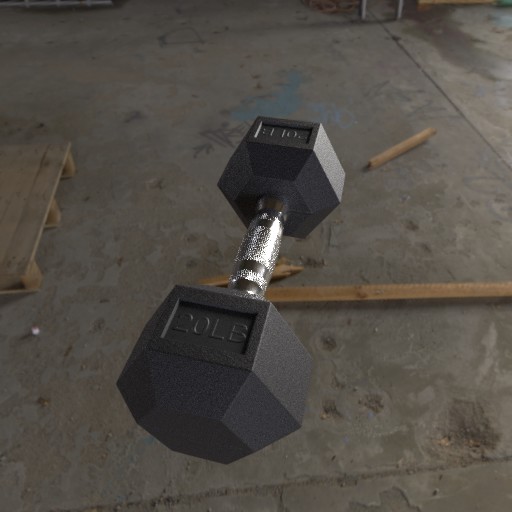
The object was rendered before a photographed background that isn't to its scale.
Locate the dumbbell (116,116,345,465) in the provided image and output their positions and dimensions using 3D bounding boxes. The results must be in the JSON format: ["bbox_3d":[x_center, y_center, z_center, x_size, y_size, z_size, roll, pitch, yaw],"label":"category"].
[{"bbox_3d":[0.000,0.000,0.352,0.116,0.101,0.297,10,46,10],"label":"dumbbell"}]
